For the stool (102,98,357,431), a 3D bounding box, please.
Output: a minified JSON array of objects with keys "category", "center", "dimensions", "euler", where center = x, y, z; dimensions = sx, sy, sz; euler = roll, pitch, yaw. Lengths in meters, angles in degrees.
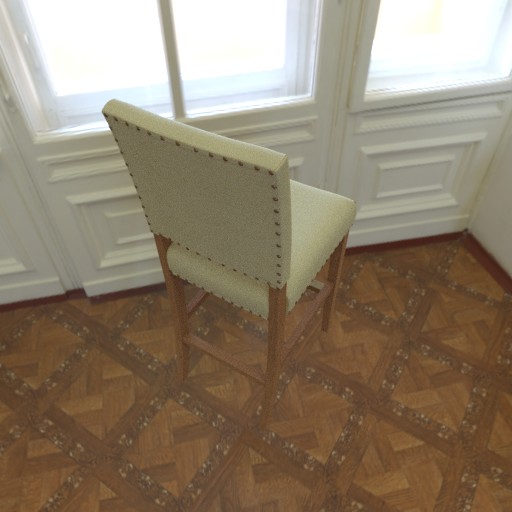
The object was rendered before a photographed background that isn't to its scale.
[{"category":"stool","center":[0.000,0.000,1.440],"dimensions":[0.445,1.168,0.584],"euler":[23,50,21]}]
